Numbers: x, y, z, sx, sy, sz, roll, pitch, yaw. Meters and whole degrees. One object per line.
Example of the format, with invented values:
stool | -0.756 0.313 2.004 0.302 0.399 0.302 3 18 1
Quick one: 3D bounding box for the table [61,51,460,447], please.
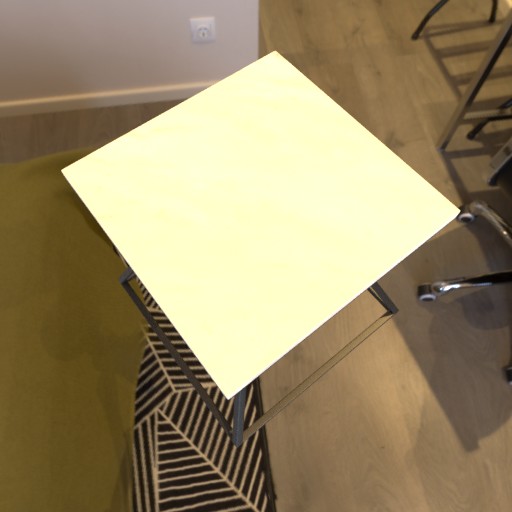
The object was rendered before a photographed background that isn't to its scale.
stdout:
table | 0.000 0.000 0.825 0.455 0.431 0.455 -35 69 -16
